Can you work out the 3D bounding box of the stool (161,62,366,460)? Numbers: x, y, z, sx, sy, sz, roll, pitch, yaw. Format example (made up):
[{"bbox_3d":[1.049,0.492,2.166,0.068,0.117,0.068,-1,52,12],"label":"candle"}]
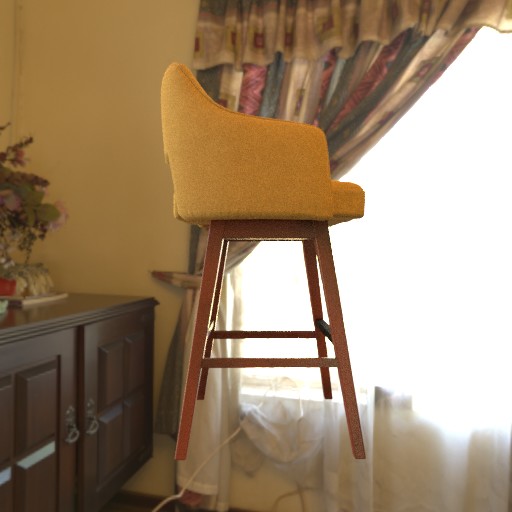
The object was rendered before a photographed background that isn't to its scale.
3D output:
[{"bbox_3d":[0.000,0.000,1.335,0.558,1.012,0.548,0,1,-1],"label":"stool"}]
